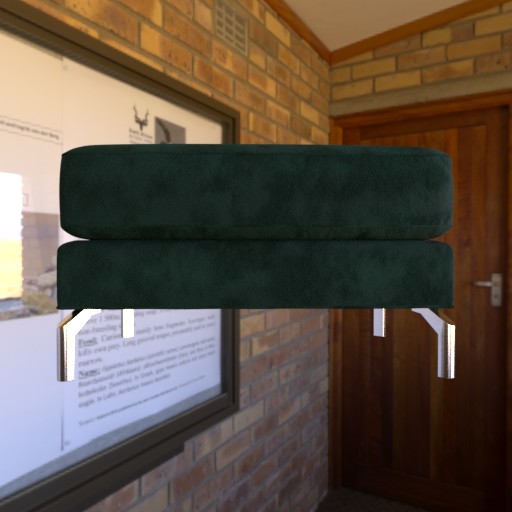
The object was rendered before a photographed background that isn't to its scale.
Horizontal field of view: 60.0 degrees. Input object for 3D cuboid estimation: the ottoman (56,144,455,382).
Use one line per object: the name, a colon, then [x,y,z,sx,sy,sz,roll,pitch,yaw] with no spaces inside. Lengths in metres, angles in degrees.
ottoman: [0.000,0.000,1.215,0.886,0.533,0.536,0,1,-1]
